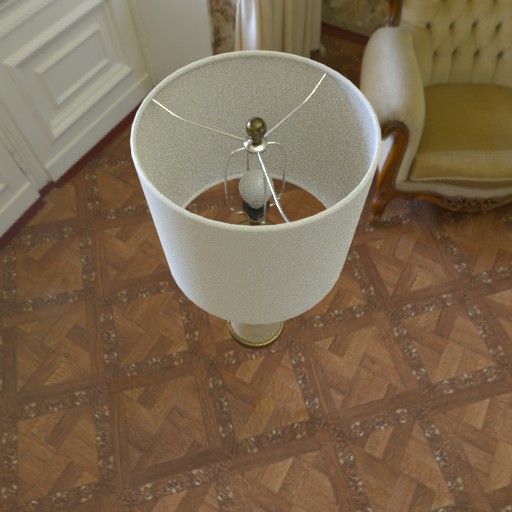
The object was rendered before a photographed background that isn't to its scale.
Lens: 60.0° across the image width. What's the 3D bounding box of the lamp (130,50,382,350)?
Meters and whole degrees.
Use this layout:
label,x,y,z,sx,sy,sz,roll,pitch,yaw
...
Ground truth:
label,x,y,z,sx,sy,sz,roll,pitch,yaw
lamp,0.000,0.000,0.804,0.305,0.634,0.305,-14,60,-8
